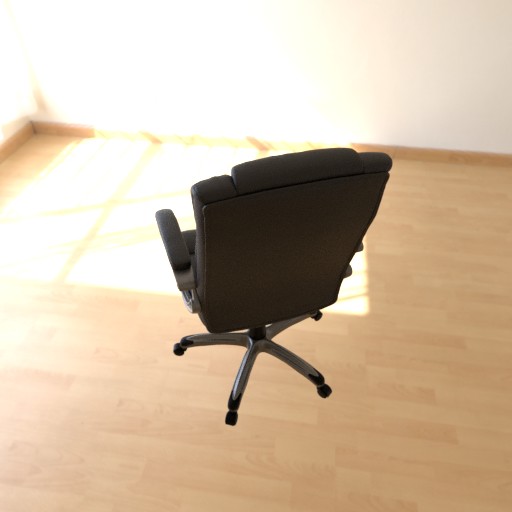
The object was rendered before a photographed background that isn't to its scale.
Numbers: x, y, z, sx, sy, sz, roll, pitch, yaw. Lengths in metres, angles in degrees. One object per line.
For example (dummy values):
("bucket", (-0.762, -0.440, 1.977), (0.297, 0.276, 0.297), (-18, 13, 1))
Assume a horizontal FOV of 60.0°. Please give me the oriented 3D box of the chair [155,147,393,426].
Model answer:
("chair", (0.000, 0.000, 1.625), (0.721, 1.130, 0.719), (-11, 43, -12))
